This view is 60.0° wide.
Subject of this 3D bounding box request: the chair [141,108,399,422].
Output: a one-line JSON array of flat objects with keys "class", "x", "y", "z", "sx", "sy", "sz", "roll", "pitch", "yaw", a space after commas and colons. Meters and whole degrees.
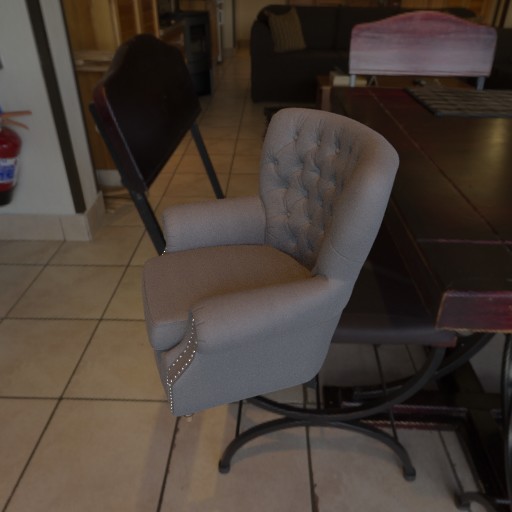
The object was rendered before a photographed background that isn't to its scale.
[{"class": "chair", "x": 0.000, "y": 0.000, "z": 1.883, "sx": 0.983, "sy": 1.046, "sz": 0.983, "roll": -9, "pitch": 32, "yaw": -15}]
